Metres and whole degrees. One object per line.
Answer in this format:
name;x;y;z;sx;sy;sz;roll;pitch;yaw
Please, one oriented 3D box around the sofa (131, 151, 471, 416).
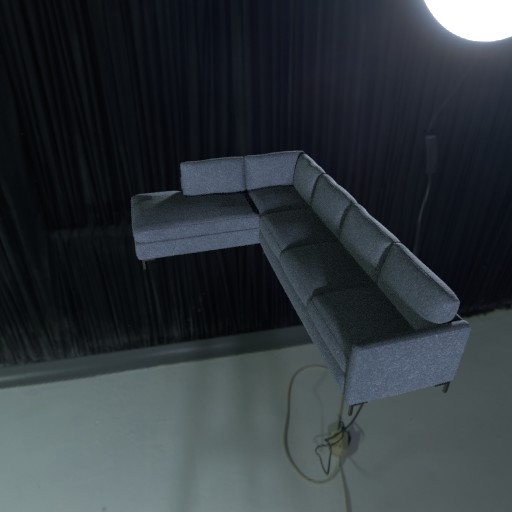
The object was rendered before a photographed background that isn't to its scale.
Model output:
sofa;0.000;0.000;3.810;2.007;0.815;2.949;-9;34;-13
